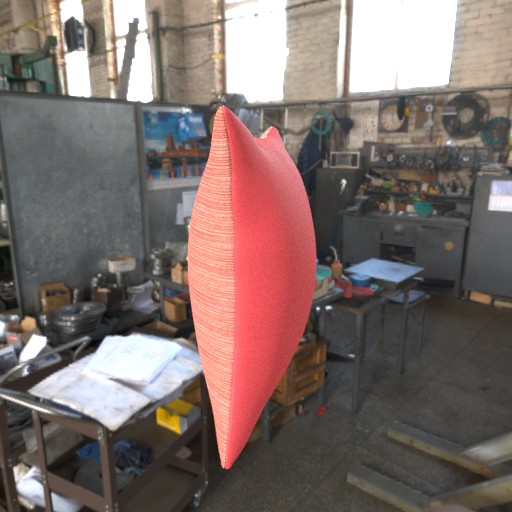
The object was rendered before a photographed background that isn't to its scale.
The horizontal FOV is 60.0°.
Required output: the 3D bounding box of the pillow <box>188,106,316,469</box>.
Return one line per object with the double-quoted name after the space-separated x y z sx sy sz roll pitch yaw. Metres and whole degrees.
0.000 0.000 0.842 0.229 0.501 0.559 2 14 8 "pillow"
